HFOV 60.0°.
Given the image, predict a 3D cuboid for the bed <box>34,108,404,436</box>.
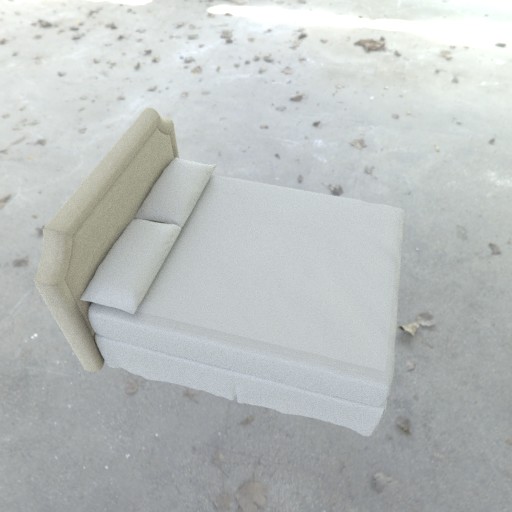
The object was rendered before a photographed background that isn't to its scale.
[{"bbox_3d":[0.000,0.000,3.229,2.164,1.297,1.828,12,49,10],"label":"bed"}]
